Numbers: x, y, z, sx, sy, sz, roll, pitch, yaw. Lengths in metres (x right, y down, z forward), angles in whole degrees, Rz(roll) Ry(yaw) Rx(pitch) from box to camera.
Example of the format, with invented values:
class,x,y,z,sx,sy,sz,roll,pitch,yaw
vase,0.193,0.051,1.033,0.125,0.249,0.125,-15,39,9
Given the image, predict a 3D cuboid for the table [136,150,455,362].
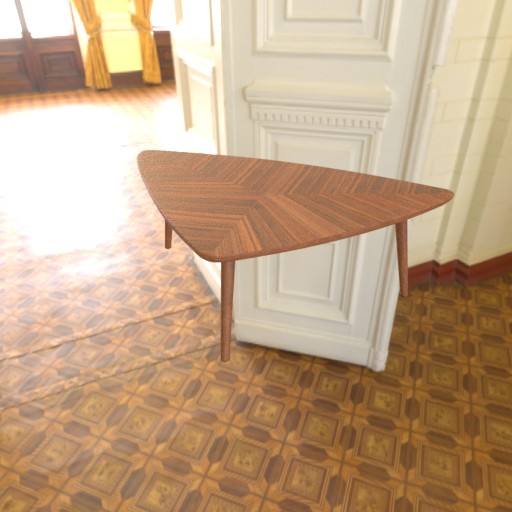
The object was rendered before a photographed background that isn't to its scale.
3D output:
class,x,y,z,sx,sy,sz,roll,pitch,yaw
table,0.000,0.000,1.294,1.008,0.365,0.601,11,34,17
